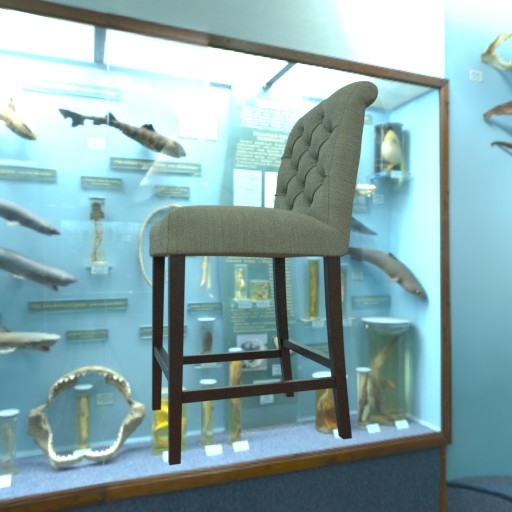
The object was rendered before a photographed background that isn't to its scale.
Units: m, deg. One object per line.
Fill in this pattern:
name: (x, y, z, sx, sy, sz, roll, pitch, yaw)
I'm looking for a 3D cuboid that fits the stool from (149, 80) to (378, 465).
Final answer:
stool: (0.000, 0.000, 1.464, 0.660, 1.084, 0.486, 0, -1, -19)
